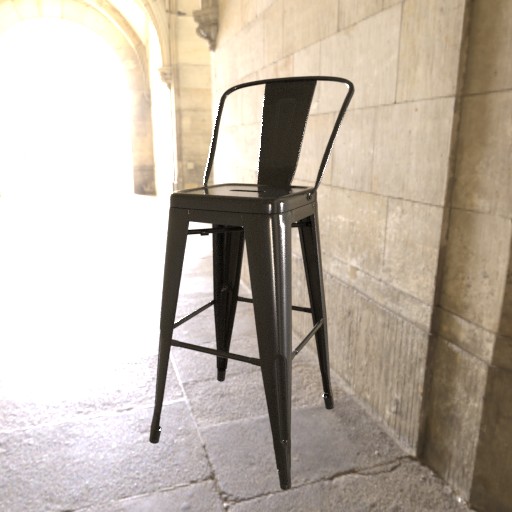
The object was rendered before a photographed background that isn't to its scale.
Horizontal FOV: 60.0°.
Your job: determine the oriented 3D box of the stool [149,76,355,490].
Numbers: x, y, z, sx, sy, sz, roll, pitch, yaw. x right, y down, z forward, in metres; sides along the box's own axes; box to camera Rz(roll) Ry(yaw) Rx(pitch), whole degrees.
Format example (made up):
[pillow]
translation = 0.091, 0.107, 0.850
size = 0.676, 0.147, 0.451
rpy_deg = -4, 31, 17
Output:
[stool]
translation = 0.000, 0.000, 1.269
size = 0.432, 1.022, 0.528
rpy_deg = 7, 16, 25
